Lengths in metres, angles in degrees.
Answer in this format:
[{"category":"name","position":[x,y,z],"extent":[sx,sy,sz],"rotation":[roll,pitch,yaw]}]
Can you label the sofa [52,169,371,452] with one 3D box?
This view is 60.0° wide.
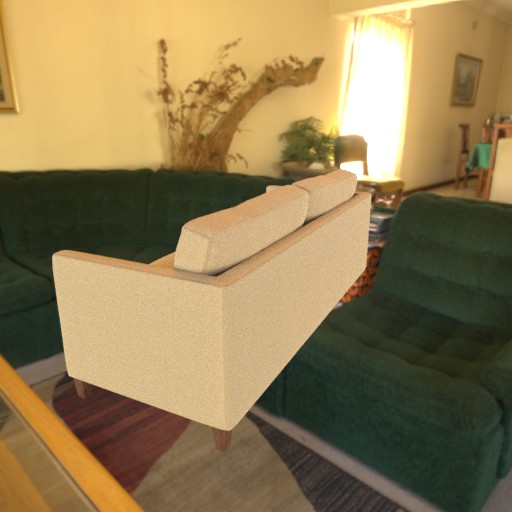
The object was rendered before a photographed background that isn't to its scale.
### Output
[{"category":"sofa","position":[0.000,0.000,2.875],"extent":[0.951,0.968,2.361],"rotation":[9,19,26]}]
